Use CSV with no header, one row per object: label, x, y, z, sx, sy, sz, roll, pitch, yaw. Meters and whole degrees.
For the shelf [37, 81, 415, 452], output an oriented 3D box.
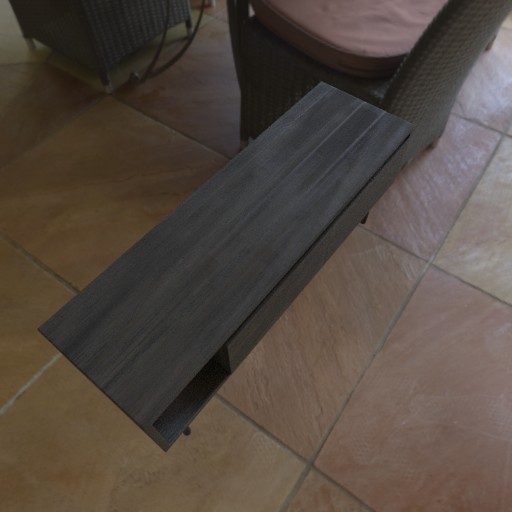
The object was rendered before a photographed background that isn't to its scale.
shelf,0.000,0.000,1.550,0.400,0.495,1.300,34,63,20
